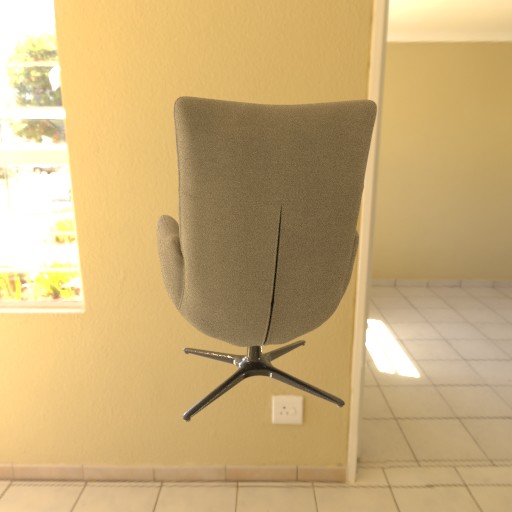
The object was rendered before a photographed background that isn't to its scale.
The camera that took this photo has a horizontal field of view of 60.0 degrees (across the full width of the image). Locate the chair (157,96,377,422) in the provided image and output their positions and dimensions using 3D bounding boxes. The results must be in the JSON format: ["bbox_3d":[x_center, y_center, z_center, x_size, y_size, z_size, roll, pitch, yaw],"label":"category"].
[{"bbox_3d":[0.000,0.000,1.623,0.711,1.016,0.889,-2,14,-9],"label":"chair"}]
